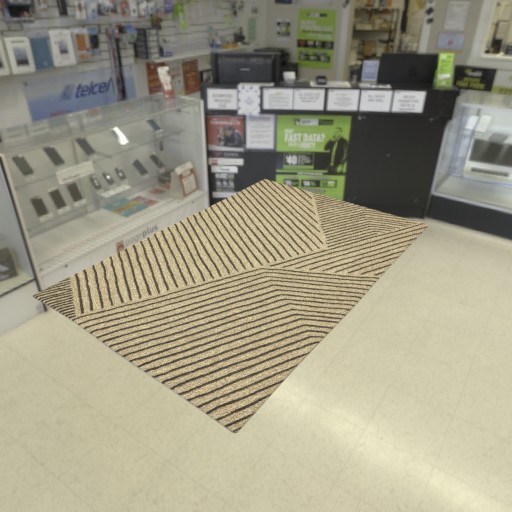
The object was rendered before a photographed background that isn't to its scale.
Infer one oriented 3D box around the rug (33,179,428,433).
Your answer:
[{"bbox_3d":[0.000,0.000,2.376,1.237,0.019,1.842,22,37,31],"label":"rug"}]
